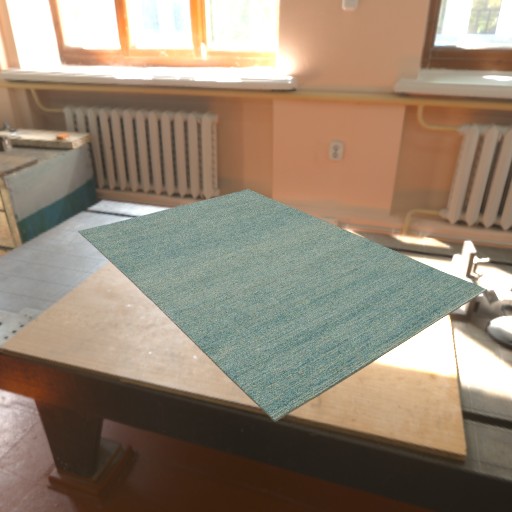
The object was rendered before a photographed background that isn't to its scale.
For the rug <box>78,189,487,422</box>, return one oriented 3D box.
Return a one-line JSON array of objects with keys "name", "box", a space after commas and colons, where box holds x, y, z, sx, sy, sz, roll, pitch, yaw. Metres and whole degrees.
[{"name": "rug", "box": [0.000, 0.000, 2.925, 1.593, 0.029, 2.305, -19, 32, -33]}]
